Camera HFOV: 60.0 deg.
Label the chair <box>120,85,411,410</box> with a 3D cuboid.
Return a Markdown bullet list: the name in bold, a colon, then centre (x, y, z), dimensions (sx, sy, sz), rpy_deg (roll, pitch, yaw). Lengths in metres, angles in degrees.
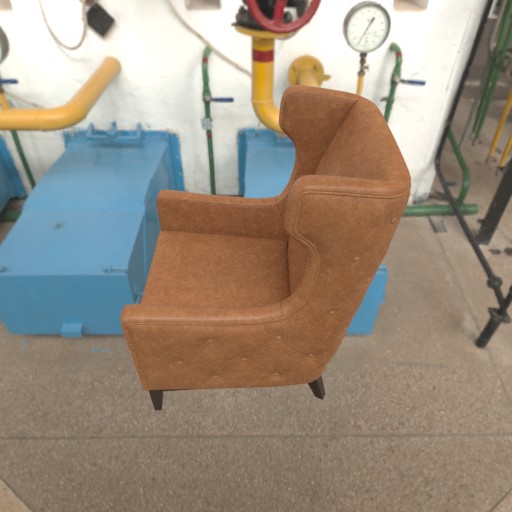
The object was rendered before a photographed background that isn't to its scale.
- **chair**: centre (0.000, 0.000, 1.717), dimensions (0.899, 1.079, 0.766), rpy_deg (0, 42, 0)
